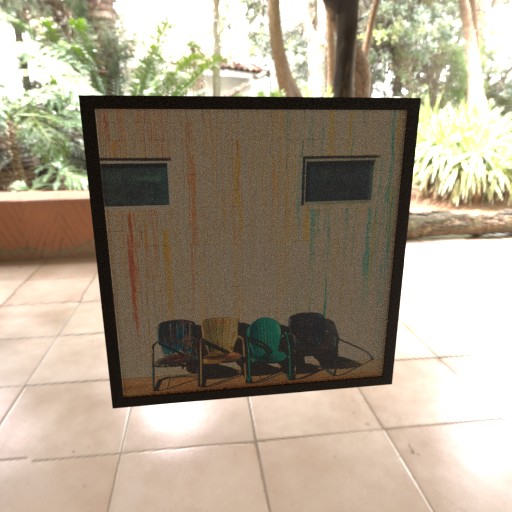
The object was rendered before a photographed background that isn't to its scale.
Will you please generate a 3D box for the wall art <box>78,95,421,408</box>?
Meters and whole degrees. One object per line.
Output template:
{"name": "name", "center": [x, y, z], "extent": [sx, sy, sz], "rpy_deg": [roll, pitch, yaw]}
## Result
{"name": "wall art", "center": [0.000, 0.000, 0.451], "extent": [0.304, 0.304, 0.038], "rpy_deg": [-2, 17, -8]}
